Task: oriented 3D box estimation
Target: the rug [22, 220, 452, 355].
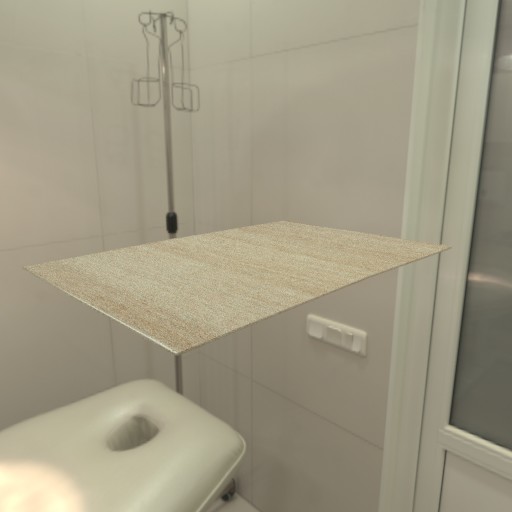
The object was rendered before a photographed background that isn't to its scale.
[{"bbox_3d":[0.000,0.000,2.866,2.346,0.029,1.574,-14,20,-43],"label":"rug"}]
